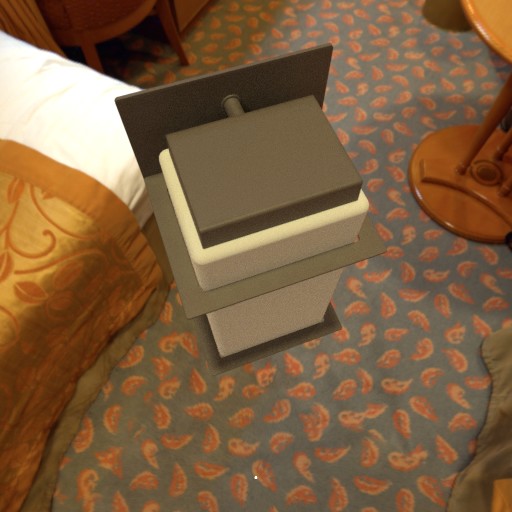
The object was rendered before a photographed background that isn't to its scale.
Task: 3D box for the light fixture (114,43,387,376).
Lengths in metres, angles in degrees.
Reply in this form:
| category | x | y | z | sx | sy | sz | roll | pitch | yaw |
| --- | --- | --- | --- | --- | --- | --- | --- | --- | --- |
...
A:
| category | x | y | z | sx | sy | sz | roll | pitch | yaw |
| --- | --- | --- | --- | --- | --- | --- | --- | --- | --- |
| light fixture | 0.000 | 0.000 | 0.426 | 0.153 | 0.347 | 0.146 | -18 | 65 | -9 |
